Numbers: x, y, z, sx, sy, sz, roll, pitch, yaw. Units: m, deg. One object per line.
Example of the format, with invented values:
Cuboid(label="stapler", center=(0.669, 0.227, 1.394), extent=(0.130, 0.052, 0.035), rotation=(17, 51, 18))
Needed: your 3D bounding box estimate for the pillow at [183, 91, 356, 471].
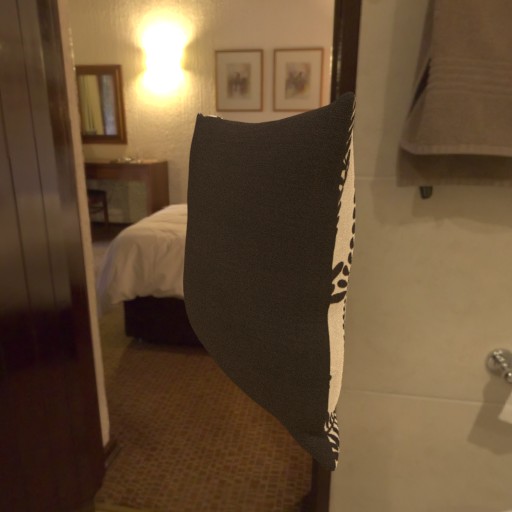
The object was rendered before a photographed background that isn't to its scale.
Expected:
Cuboid(label="pillow", center=(0.000, 0.000, 0.672), extent=(0.182, 0.441, 0.440), rotation=(-8, 18, -27))
